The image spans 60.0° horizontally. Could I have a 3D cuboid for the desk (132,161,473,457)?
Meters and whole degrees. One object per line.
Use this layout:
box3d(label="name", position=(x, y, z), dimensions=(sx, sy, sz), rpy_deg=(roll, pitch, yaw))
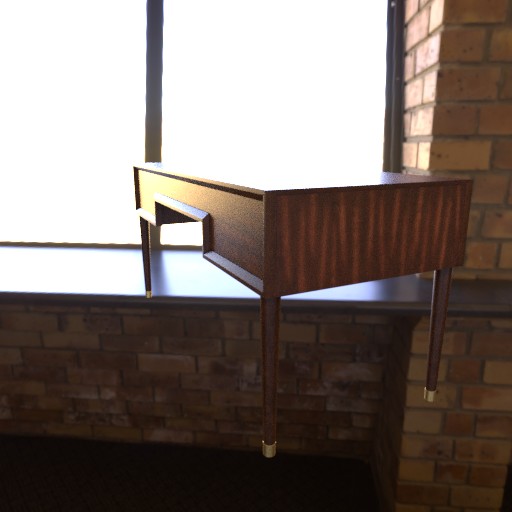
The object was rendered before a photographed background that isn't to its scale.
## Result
box3d(label="desk", position=(0.000, 0.000, 1.974), dimensions=(0.724, 0.762, 1.575), rpy_deg=(-7, 16, -25))
